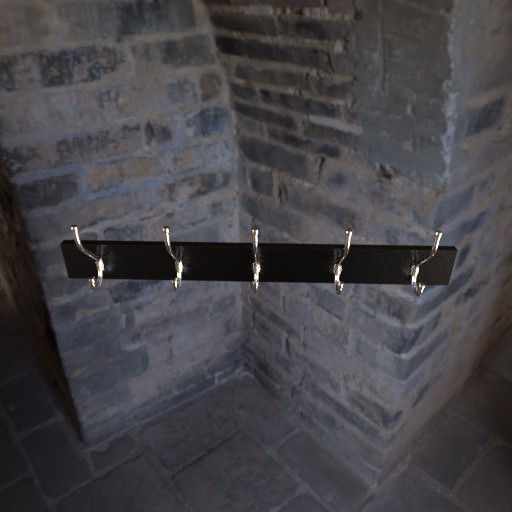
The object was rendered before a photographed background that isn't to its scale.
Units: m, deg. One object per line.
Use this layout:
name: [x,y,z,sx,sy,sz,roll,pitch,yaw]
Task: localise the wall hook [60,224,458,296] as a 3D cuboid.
wall hook: [0.000,0.000,0.619,0.571,0.117,0.071,1,30,2]
